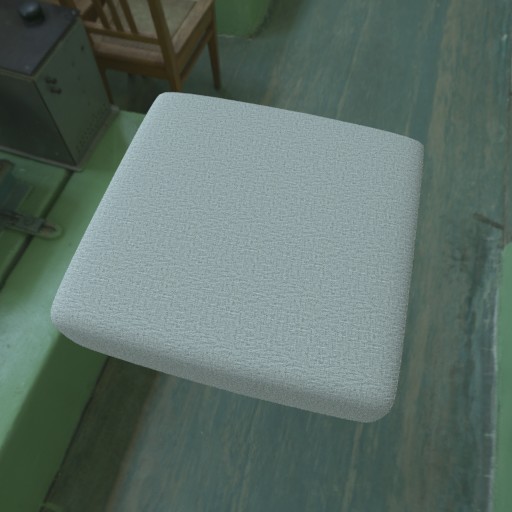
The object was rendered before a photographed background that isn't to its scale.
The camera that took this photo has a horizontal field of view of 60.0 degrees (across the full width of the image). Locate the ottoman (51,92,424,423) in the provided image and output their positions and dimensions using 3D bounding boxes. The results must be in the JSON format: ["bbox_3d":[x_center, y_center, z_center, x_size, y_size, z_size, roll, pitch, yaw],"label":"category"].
[{"bbox_3d":[0.000,0.000,1.059,0.650,0.398,0.649,13,63,7],"label":"ottoman"}]
